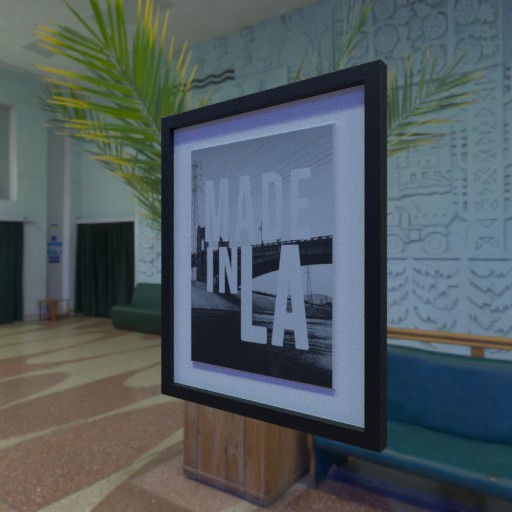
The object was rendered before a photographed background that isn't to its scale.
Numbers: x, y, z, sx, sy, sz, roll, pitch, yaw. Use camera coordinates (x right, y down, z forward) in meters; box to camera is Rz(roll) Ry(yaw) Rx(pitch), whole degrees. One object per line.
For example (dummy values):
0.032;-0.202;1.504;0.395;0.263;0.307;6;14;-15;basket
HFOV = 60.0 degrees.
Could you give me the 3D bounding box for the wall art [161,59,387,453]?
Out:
0.000;0.000;0.773;0.457;0.559;0.028;0;0;36;wall art
